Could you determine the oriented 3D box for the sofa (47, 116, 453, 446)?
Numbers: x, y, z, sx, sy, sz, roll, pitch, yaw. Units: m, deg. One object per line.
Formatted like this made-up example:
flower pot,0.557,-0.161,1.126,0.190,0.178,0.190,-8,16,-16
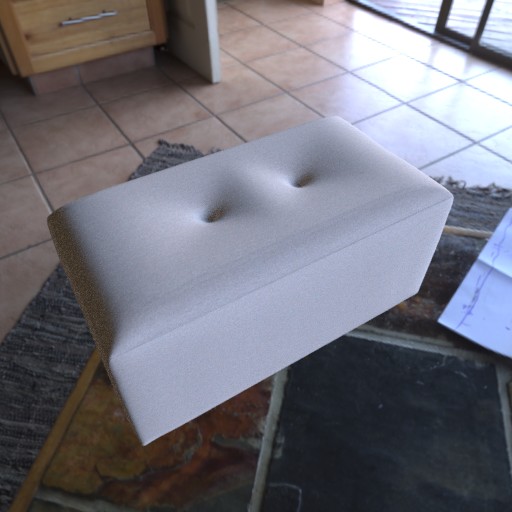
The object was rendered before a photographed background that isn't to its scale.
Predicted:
sofa,0.000,0.000,1.217,0.930,0.470,0.480,-24,50,-21
